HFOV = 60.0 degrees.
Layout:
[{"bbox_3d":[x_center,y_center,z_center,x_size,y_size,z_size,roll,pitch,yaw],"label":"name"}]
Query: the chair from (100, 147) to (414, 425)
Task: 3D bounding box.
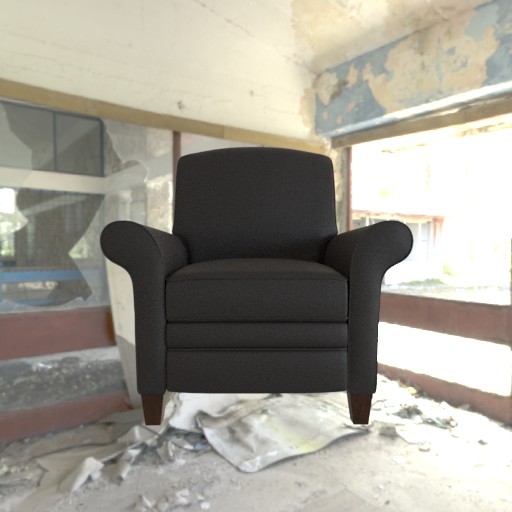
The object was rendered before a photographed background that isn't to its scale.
[{"bbox_3d":[0.000,0.000,1.812,0.978,1.061,0.902,0,1,-1],"label":"chair"}]
